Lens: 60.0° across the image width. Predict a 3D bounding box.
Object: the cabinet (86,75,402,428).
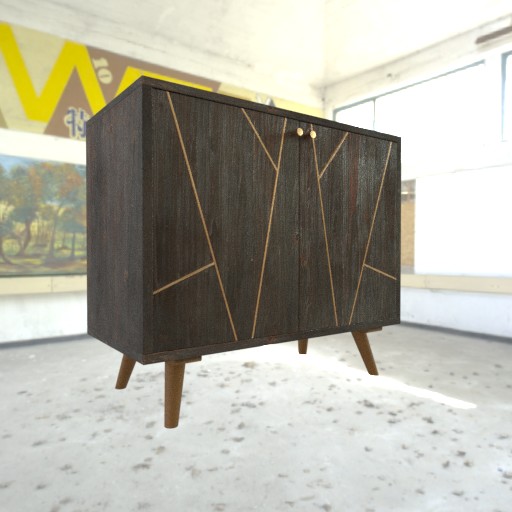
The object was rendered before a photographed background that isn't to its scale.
[{"bbox_3d":[0.000,0.000,1.573,1.023,0.897,0.529,-1,1,-36],"label":"cabinet"}]
